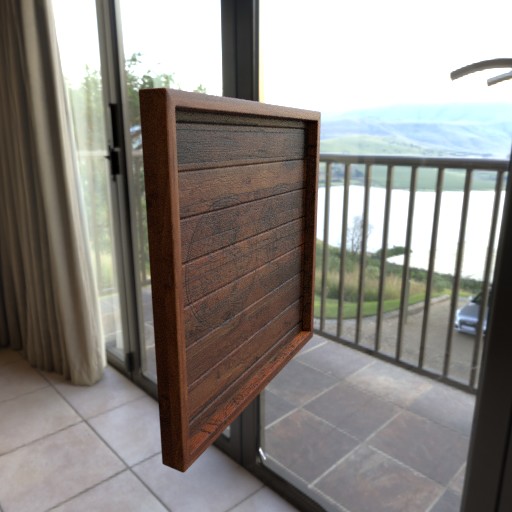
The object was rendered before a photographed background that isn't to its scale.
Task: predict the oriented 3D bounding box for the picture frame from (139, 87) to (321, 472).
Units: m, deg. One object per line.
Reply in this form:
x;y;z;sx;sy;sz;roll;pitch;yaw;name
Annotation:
0.000;0.000;0.545;0.028;0.356;0.352;8;17;27;picture frame
